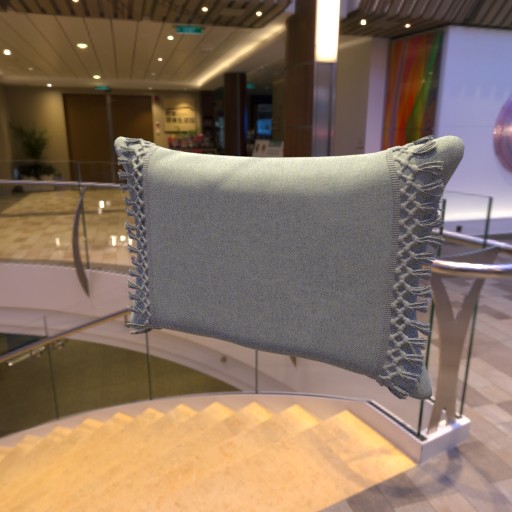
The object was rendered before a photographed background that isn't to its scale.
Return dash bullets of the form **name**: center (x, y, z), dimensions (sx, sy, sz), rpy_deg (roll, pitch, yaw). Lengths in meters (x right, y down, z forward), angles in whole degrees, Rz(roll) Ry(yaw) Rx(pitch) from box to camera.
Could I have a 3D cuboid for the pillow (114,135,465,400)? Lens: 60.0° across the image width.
- **pillow**: center (0.000, 0.000, 0.580), dimensions (0.466, 0.305, 0.084), rpy_deg (8, 17, 27)
